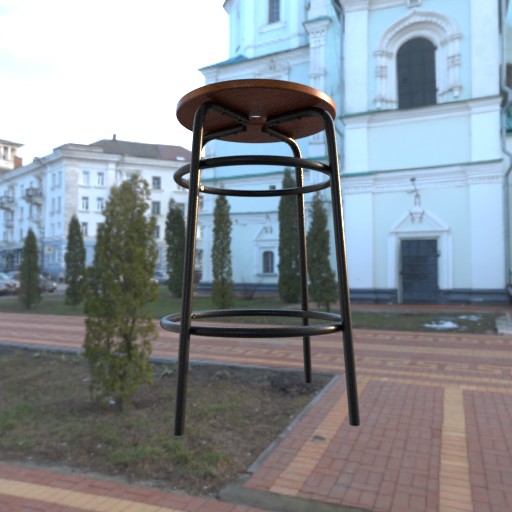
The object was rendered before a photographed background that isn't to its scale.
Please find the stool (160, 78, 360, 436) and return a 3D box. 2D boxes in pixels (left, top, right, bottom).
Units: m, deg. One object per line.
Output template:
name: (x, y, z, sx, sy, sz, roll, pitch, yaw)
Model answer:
stool: (0.000, 0.000, 0.929, 0.455, 0.610, 0.455, -2, -3, 36)
